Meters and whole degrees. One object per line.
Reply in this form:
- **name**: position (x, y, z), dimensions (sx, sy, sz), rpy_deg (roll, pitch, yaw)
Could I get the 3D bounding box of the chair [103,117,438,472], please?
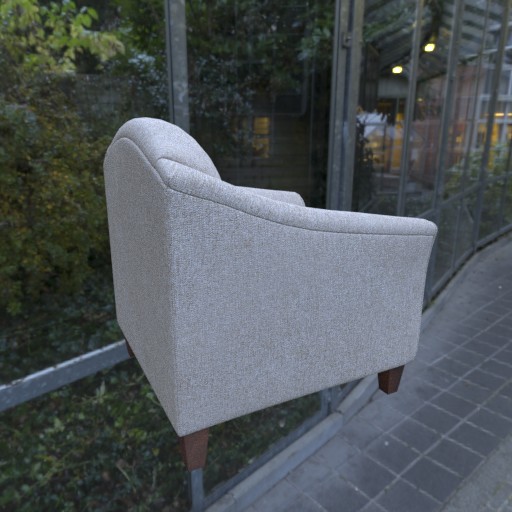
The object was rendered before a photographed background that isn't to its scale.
- **chair**: position (0.000, 0.000, 1.425), dimensions (0.787, 0.839, 0.763), rpy_deg (-8, 17, -26)
